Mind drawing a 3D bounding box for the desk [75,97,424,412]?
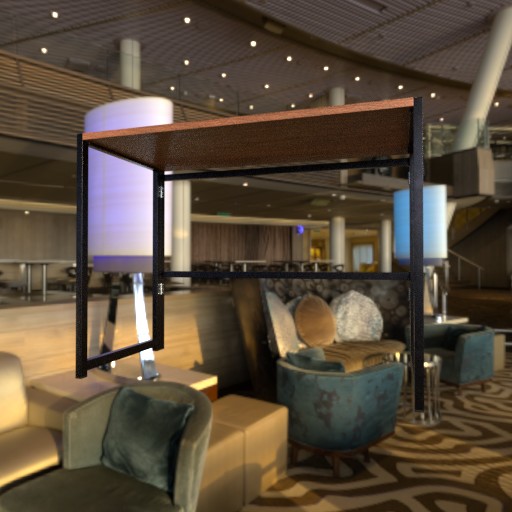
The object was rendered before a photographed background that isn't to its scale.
[{"bbox_3d":[0.000,0.000,1.463,1.016,0.762,0.508,0,-1,18],"label":"desk"}]
